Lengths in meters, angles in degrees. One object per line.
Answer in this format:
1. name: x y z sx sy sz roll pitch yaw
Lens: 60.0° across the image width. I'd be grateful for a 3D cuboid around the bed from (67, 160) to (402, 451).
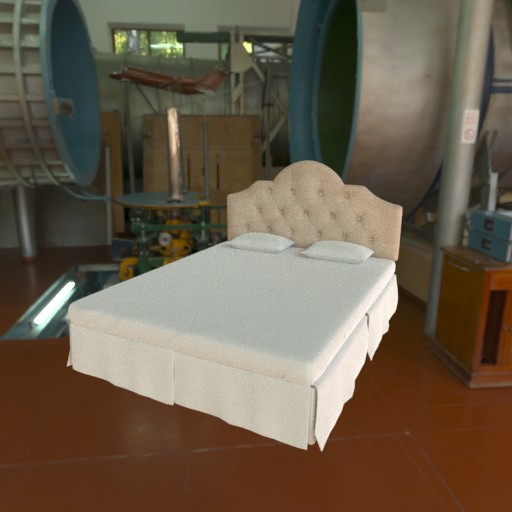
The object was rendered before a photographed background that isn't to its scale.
1. bed: 0.000 0.000 3.043 1.667 1.194 1.970 8 17 26
